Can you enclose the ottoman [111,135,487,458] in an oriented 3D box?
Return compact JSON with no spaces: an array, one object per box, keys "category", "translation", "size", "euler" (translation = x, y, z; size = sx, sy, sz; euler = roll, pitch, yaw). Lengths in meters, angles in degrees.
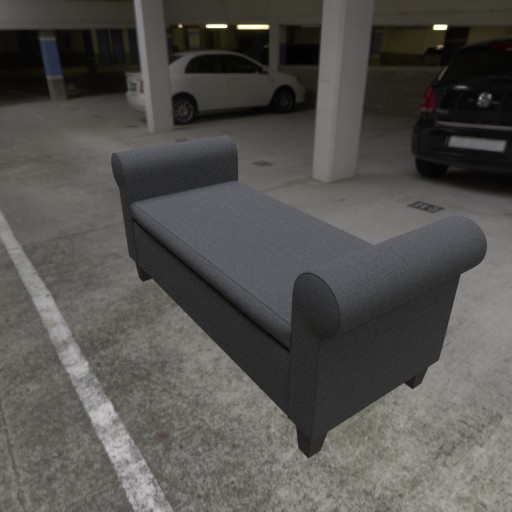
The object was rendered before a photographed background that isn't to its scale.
[{"category":"ottoman","translation":[0.000,0.000,1.509],"size":[0.521,0.547,1.256],"euler":[-18,33,-31]}]
